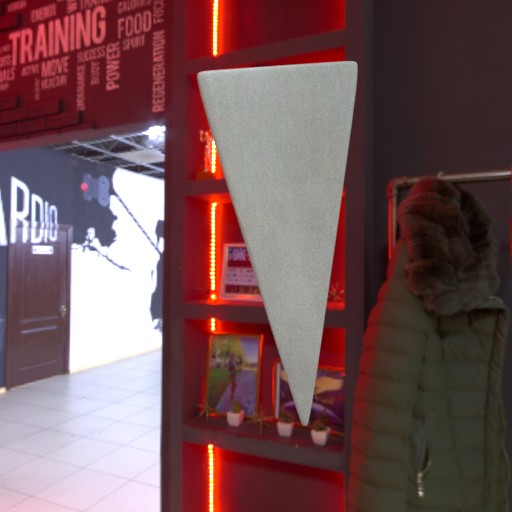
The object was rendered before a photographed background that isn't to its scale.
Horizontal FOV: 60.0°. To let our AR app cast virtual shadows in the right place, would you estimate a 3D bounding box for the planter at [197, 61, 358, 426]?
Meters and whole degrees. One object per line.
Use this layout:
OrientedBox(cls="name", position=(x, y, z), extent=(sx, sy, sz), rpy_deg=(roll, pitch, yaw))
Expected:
OrientedBox(cls="planter", position=(0.000, 0.000, 0.159), extent=(0.047, 0.130, 0.058), rpy_deg=(1, -2, -34))
